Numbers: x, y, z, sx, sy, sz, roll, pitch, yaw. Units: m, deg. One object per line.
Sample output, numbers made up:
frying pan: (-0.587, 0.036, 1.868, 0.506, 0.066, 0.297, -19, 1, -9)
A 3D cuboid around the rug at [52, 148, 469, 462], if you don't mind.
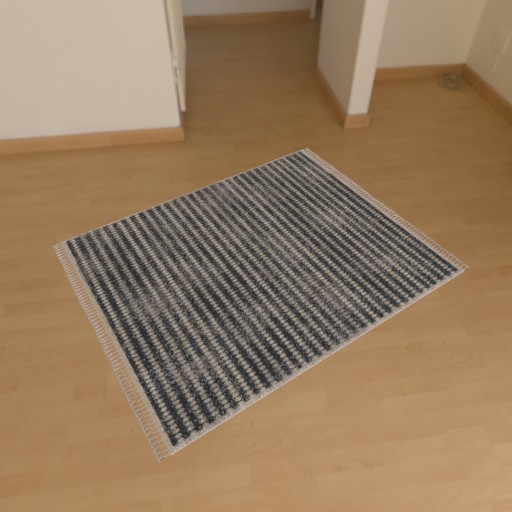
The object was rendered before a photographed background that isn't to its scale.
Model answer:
rug: (0.000, 0.000, 3.892, 2.910, 0.013, 2.256, -25, 51, -23)
